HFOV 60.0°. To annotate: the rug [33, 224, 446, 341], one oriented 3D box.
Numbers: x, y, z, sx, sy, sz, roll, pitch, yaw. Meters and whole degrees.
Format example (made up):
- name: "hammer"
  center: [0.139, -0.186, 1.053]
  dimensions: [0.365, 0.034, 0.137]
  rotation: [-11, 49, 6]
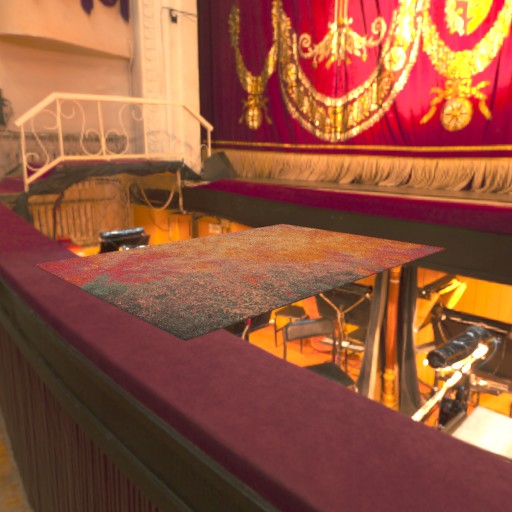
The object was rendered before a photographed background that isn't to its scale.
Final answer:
- name: "rug"
  center: [0.000, 0.000, 3.732]
  dimensions: [2.896, 0.013, 2.007]
  rotation: [-13, 18, -43]
